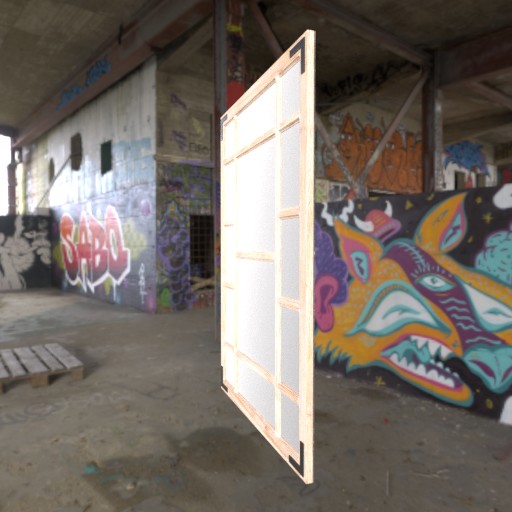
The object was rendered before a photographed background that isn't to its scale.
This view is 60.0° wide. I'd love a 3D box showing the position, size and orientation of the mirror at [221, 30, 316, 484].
[{"bbox_3d":[0.000,0.000,1.304,0.025,0.996,0.705,-1,1,-20],"label":"mirror"}]
